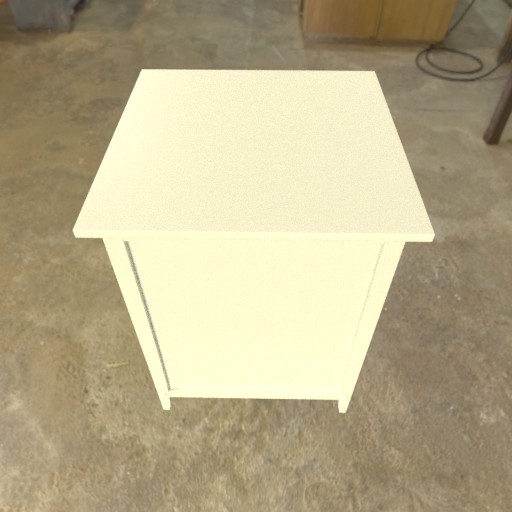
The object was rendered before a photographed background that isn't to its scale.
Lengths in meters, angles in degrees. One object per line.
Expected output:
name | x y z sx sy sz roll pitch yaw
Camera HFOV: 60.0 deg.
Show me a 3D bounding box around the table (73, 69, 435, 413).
table | 0.000 0.000 0.771 0.381 0.483 0.381 1 47 1
